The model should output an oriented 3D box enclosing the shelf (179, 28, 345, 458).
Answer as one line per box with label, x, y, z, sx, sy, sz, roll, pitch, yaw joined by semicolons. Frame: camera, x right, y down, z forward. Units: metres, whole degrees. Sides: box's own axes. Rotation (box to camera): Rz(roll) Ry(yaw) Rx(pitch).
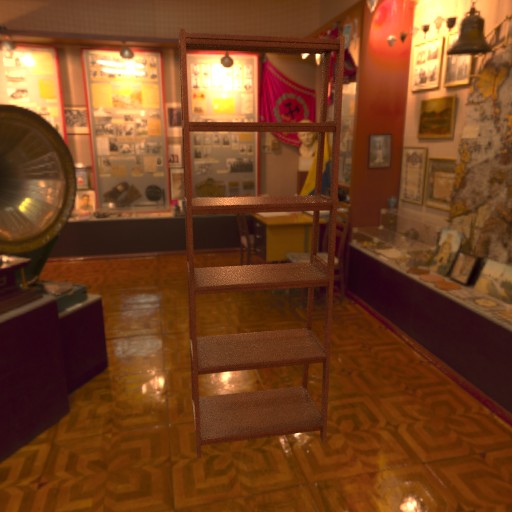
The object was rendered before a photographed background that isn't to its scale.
shelf;0.000;0.000;2.142;0.660;1.892;0.382;-3;15;-11
